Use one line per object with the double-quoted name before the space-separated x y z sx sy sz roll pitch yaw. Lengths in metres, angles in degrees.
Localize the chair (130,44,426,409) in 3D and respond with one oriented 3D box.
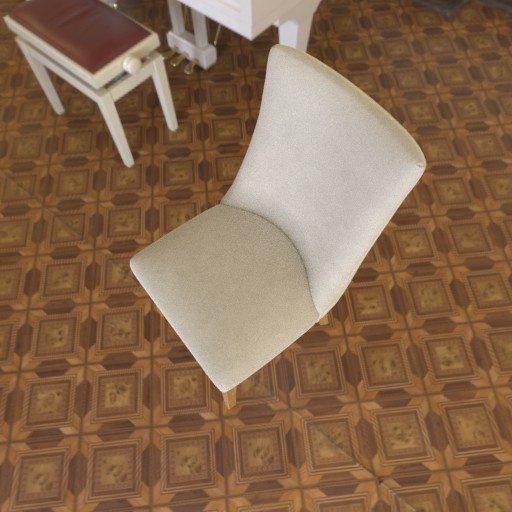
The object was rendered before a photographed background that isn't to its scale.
"chair" 0.000 0.000 1.286 0.610 0.902 0.495 -35 67 -17
